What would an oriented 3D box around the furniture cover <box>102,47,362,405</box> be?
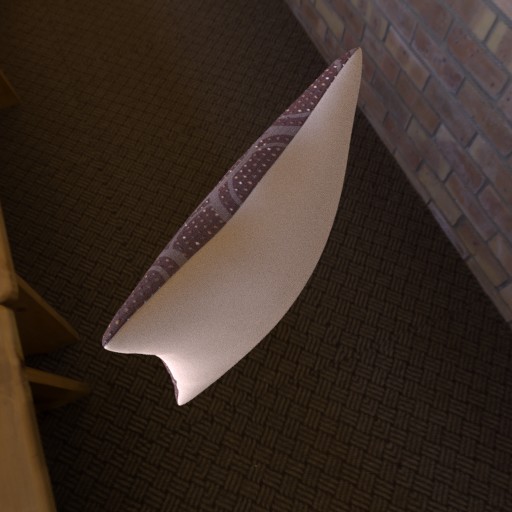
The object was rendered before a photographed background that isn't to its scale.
[{"bbox_3d":[0.000,0.000,0.788,0.193,0.509,0.552,32,69,14],"label":"furniture cover"}]
